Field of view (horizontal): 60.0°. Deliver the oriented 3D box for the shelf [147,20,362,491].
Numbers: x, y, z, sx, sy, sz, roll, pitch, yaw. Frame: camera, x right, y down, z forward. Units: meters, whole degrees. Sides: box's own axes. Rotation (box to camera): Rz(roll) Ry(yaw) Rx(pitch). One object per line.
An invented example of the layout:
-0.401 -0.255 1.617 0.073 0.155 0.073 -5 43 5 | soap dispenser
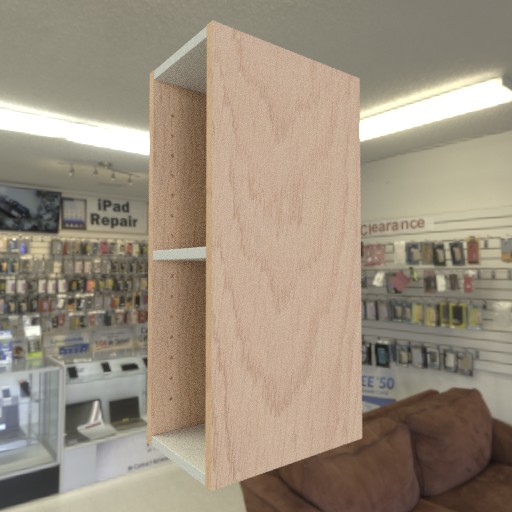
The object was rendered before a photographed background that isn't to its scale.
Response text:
0.000 0.000 0.730 0.290 0.600 0.200 1 -2 -37 | shelf
